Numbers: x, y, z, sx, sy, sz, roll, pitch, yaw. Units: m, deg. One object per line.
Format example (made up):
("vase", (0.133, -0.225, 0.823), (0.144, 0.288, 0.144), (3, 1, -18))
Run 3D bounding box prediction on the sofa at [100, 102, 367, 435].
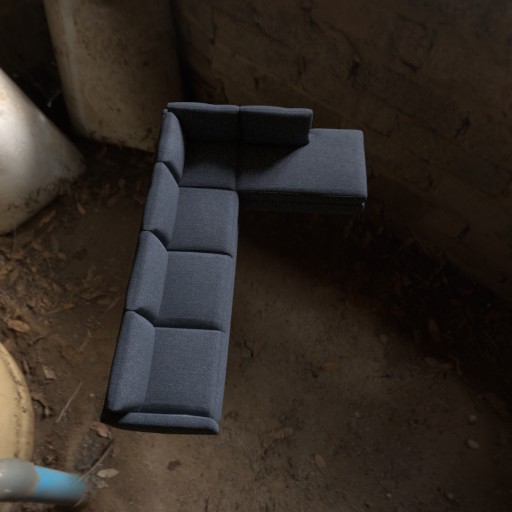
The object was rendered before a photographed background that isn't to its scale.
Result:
("sofa", (0.000, 0.000, 3.849), (2.007, 0.815, 2.949), (3, 64, 2))
